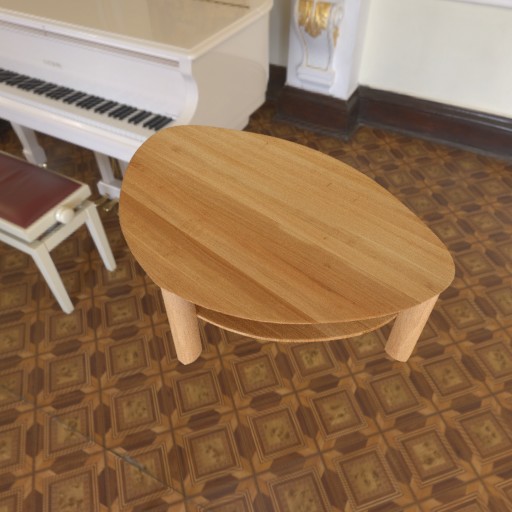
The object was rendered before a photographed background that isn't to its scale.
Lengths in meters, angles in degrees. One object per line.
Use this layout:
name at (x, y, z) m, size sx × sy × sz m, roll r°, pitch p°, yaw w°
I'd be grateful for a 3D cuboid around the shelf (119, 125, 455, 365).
shelf at (0.000, 0.000, 1.626) m, size 1.246 × 0.440 × 0.845 m, roll 32°, pitch 54°, yaw 26°
